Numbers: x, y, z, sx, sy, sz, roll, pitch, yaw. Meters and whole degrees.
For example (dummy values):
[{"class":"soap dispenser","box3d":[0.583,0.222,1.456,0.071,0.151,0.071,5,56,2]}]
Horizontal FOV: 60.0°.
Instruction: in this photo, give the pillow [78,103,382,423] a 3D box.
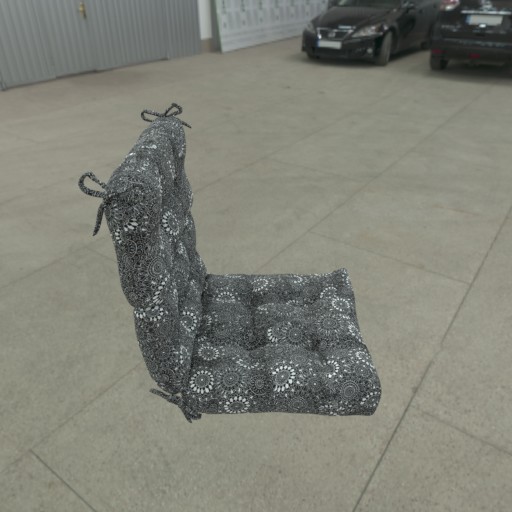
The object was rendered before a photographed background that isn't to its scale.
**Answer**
[{"class":"pillow","box3d":[0.000,0.000,1.050,0.571,0.605,0.519,0,33,0]}]
